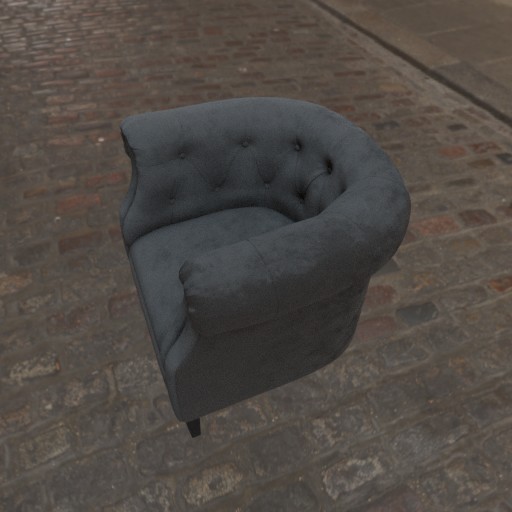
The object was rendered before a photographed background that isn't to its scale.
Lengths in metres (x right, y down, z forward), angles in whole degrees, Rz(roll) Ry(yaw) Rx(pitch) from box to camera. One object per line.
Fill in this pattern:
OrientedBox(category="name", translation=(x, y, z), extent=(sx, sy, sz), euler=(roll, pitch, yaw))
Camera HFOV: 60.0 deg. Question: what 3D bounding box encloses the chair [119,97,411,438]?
OrientedBox(category="chair", translation=(0.000, 0.000, 1.575), extent=(0.851, 0.826, 0.904), euler=(-17, 48, -15))
